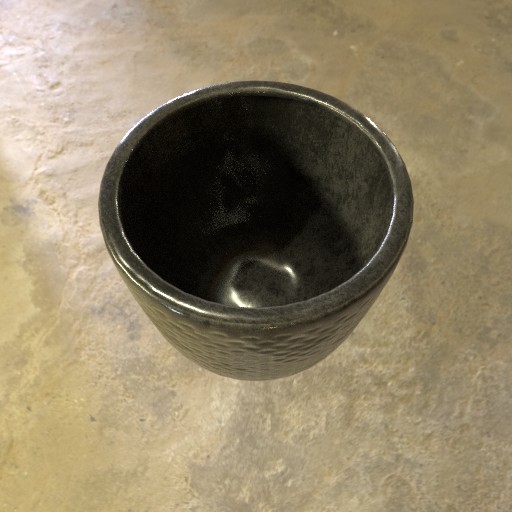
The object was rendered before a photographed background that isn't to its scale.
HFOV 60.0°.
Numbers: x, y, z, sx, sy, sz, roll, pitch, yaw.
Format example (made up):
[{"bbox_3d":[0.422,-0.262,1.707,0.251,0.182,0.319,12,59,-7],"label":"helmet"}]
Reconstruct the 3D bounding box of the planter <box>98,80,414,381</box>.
[{"bbox_3d":[0.000,0.000,0.250,0.140,0.129,0.140,0,59,0],"label":"planter"}]
